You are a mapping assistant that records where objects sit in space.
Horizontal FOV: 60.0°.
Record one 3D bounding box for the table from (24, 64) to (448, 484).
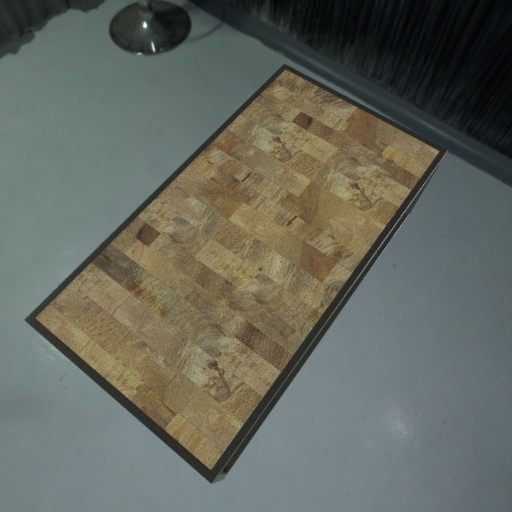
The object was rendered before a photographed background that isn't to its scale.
[{"bbox_3d":[0.000,0.000,1.484,0.649,0.398,1.199,34,69,15],"label":"table"}]
